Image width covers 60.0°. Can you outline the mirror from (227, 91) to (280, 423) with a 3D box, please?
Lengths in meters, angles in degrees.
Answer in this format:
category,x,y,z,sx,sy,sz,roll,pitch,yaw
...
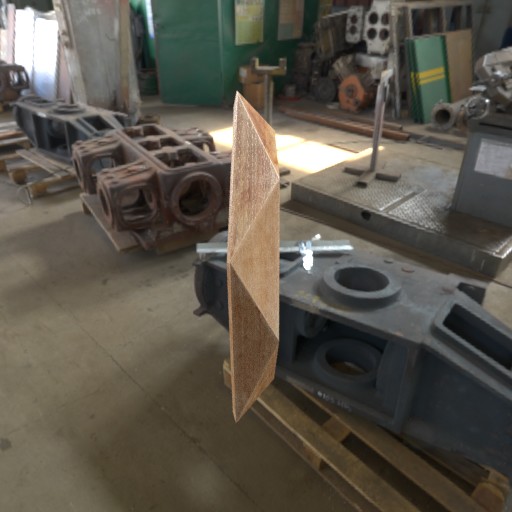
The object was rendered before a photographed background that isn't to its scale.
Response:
category,x,y,z,sx,sy,sz,roll,pitch,yaw
mirror,0.000,0.000,1.094,0.091,0.779,0.675,0,32,0
